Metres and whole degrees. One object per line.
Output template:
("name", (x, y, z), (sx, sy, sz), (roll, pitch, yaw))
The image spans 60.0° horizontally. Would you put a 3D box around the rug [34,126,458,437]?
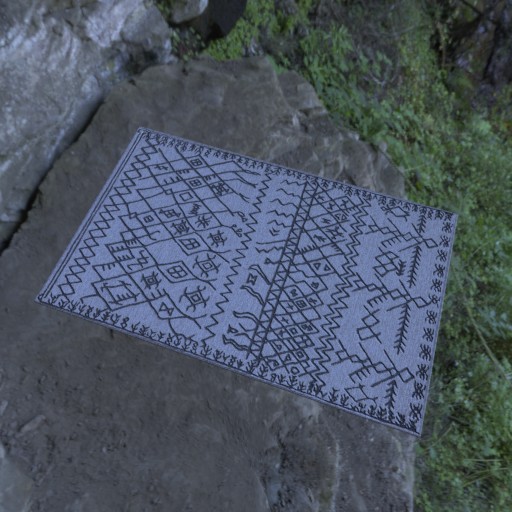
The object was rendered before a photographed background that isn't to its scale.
("rug", (0.000, 0.000, 2.942), (2.444, 0.012, 1.526), (17, 65, 8))
